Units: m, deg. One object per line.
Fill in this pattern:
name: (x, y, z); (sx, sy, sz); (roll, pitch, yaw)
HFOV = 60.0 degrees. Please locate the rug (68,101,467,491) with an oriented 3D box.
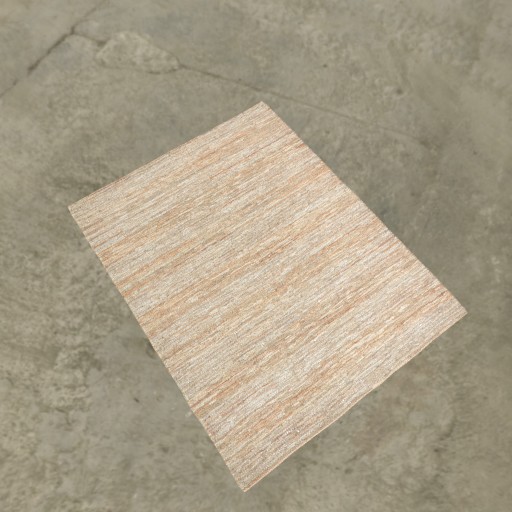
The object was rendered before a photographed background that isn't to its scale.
rug: (0.000, 0.000, 3.942); (2.313, 0.009, 2.939); (-33, 68, -15)
